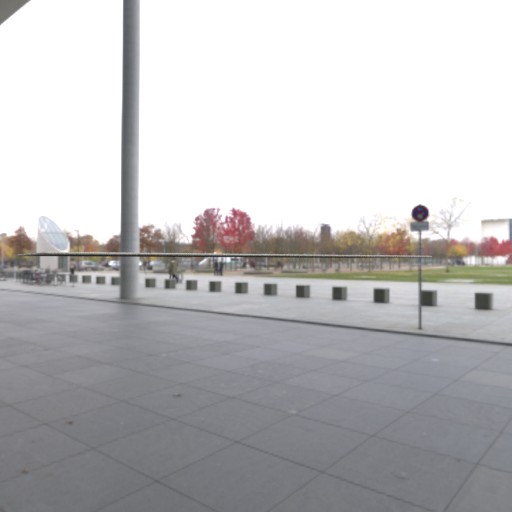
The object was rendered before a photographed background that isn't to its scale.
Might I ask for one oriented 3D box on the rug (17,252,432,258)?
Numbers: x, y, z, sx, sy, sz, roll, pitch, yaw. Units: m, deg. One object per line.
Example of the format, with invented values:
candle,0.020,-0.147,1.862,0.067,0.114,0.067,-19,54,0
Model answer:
rug,0.000,0.000,2.641,2.435,0.009,0.750,0,-1,-35
